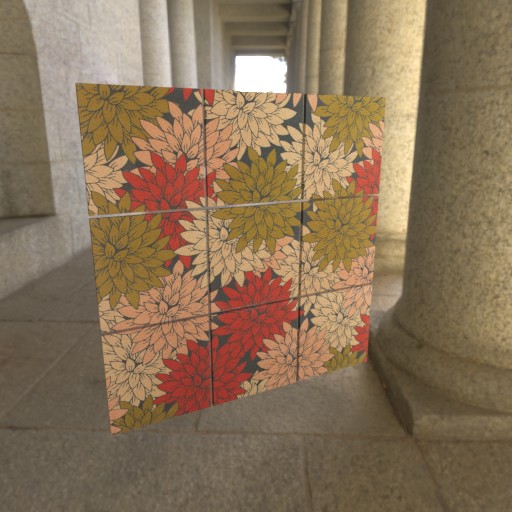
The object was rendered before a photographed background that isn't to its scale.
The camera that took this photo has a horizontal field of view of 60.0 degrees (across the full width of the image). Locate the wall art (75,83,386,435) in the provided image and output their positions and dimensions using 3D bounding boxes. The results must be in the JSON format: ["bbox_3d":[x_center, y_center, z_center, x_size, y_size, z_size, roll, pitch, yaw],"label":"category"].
[{"bbox_3d":[0.000,0.000,1.308,0.904,0.913,0.013,-8,17,-26],"label":"wall art"}]
